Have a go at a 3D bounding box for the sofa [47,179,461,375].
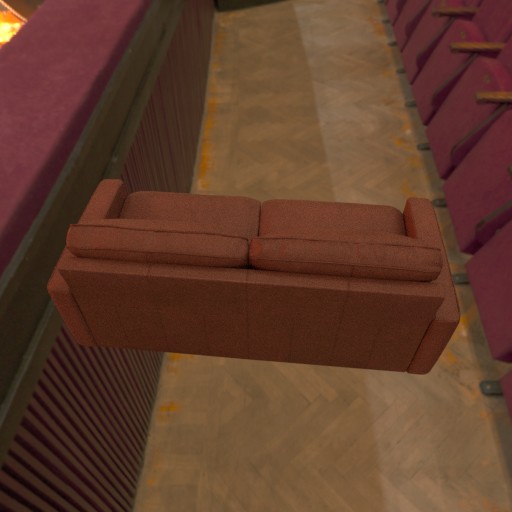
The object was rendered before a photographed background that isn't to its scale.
[{"bbox_3d":[0.000,0.000,2.562,2.080,0.919,0.940,4,48,4],"label":"sofa"}]
